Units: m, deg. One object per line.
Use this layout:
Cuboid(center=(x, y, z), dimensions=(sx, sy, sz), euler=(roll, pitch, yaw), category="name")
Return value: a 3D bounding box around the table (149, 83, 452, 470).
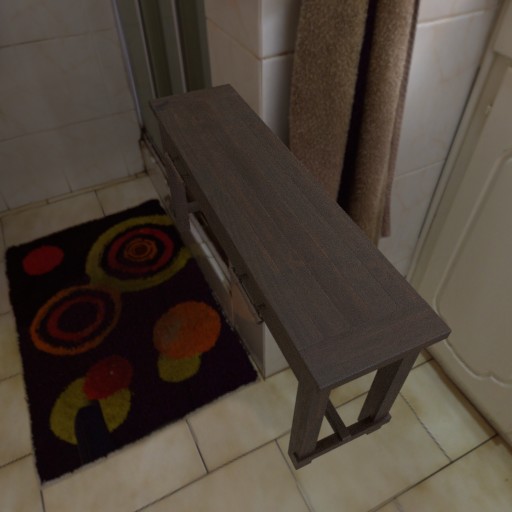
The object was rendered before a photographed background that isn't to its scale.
Cuboid(center=(0.000, 0.000, 1.911), dimensions=(0.442, 0.762, 1.599), euler=(-18, 49, -17), category="table")
